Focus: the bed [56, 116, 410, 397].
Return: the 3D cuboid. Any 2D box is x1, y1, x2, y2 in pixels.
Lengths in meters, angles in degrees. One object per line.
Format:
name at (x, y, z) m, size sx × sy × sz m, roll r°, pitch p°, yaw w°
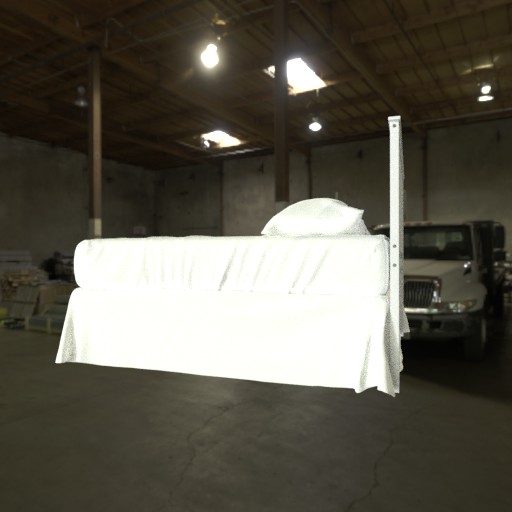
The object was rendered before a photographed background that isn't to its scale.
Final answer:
bed at (0.000, 0.000, 3.114) m, size 2.047 × 1.269 × 1.876 m, roll 0°, pitch 0°, yaw 19°
